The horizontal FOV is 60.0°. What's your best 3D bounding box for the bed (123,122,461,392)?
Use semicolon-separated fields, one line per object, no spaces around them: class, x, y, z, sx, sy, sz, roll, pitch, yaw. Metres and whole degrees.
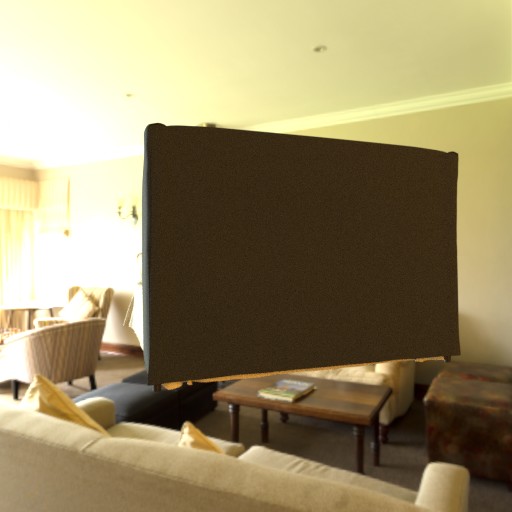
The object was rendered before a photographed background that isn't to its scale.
bed;0.000;0.000;3.505;1.925;1.332;2.276;0;0;-19
